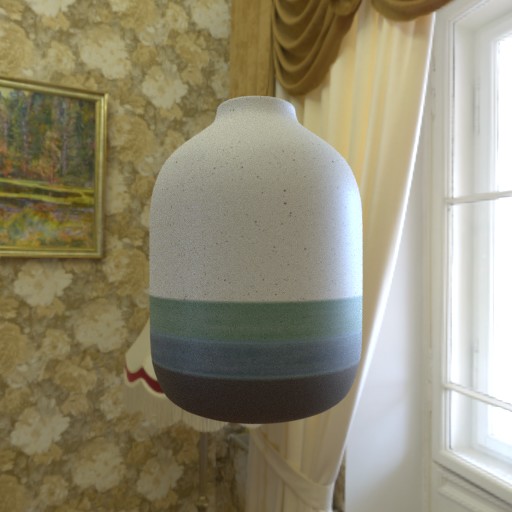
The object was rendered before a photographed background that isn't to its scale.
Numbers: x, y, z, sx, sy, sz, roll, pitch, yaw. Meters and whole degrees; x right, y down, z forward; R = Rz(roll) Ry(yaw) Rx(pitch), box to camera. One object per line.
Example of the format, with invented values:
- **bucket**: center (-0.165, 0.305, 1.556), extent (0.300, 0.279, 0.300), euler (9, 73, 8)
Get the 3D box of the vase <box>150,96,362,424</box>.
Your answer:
- **vase**: center (0.000, 0.000, 0.362), extent (0.169, 0.240, 0.169), euler (0, 0, 0)
